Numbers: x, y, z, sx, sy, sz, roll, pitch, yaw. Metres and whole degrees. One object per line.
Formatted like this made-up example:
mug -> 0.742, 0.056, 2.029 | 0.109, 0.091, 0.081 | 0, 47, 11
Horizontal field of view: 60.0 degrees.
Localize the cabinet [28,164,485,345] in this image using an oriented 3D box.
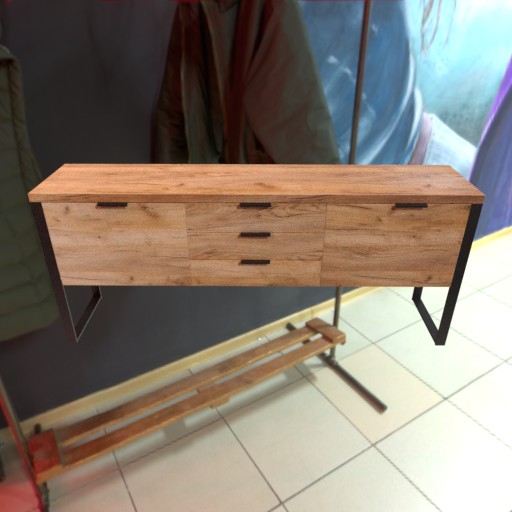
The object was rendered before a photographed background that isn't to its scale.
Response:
cabinet -> 0.000, 0.000, 2.090 | 1.800, 0.762, 0.395 | 0, 29, 0
